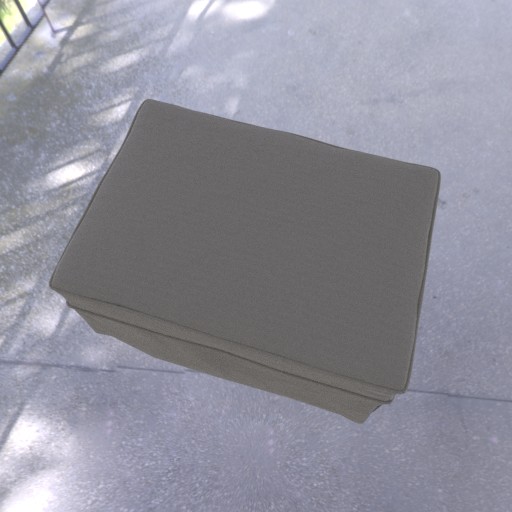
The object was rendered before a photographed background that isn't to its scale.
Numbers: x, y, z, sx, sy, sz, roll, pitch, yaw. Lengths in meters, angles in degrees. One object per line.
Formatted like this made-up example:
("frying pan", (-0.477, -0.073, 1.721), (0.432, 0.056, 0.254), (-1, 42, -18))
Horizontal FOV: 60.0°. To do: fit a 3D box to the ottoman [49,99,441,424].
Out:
("ottoman", (0.000, 0.000, 1.338), (0.944, 0.479, 0.703), (15, 66, 7))
